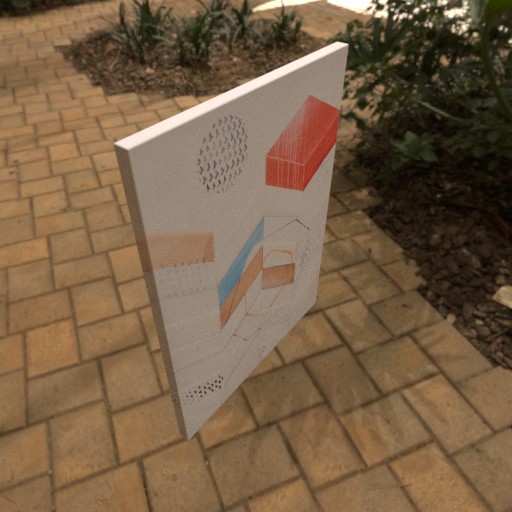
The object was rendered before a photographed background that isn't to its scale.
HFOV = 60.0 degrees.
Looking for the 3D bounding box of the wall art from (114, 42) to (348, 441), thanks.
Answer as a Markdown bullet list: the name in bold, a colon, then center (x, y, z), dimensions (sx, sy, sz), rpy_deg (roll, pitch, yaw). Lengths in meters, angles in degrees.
- **wall art**: center (0.000, 0.000, 1.308), dimensions (0.045, 1.014, 0.759), rpy_deg (27, 48, 28)
